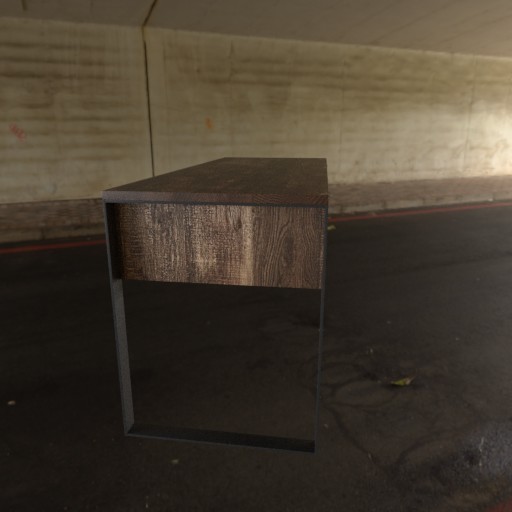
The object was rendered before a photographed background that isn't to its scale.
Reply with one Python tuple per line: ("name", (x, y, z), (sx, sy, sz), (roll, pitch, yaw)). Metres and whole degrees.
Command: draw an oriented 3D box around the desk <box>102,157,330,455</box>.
("desk", (0.000, 0.000, 1.960), (0.599, 0.762, 1.524), (2, 16, 8))
